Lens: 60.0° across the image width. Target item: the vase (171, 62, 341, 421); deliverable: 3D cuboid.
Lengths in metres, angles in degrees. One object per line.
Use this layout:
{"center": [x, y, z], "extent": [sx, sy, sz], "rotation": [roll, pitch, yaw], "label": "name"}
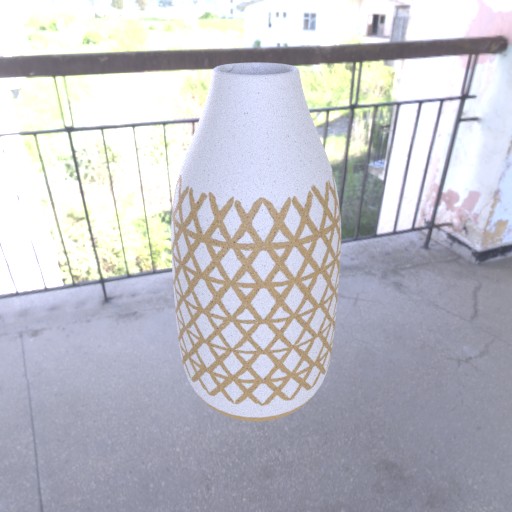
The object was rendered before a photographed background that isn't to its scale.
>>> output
{"center": [0.000, 0.000, 0.483], "extent": [0.186, 0.380, 0.186], "rotation": [0, 31, 0], "label": "vase"}
